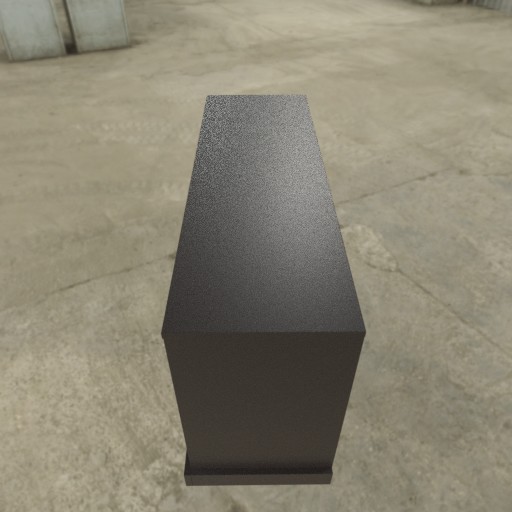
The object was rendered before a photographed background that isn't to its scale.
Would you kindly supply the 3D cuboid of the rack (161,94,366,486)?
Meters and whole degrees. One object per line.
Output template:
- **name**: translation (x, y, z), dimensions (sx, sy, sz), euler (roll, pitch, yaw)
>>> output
- **rack**: translation (0.000, 0.000, 1.476), dimensions (0.399, 0.635, 1.206), euler (0, 41, 0)
